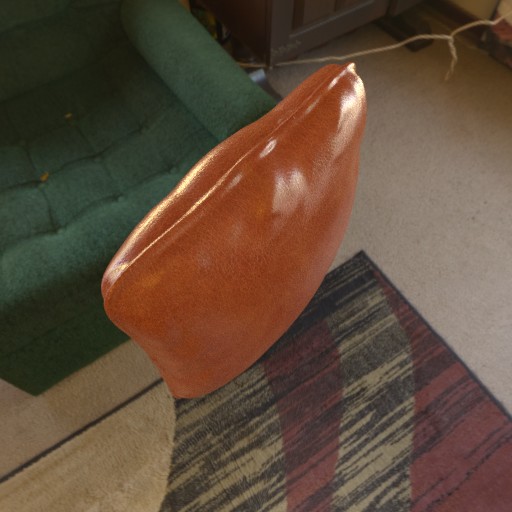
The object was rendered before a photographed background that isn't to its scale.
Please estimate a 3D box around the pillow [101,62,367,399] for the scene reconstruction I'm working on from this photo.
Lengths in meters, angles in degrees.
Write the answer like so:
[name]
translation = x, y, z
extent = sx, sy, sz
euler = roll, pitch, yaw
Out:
[pillow]
translation = 0.000, 0.000, 0.796
extent = 0.236, 0.523, 0.532
euler = 34, 65, 18
